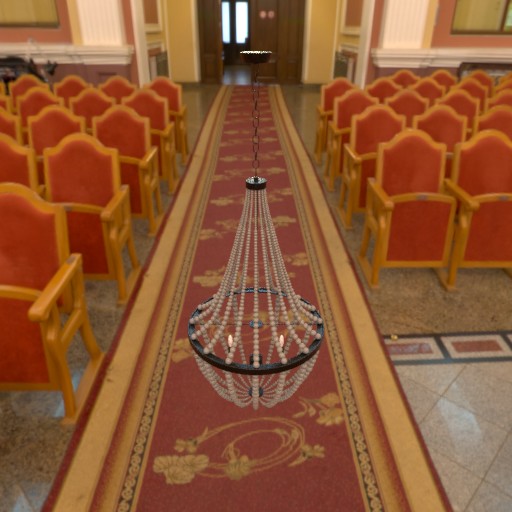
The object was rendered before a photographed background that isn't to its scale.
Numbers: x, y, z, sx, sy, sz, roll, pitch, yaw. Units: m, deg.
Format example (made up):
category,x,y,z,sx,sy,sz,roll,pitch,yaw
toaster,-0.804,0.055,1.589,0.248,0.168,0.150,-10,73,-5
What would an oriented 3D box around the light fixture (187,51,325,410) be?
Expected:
category,x,y,z,sx,sy,sz,roll,pitch,yaw
light fixture,0.000,0.000,1.354,0.450,1.133,0.450,0,27,0
